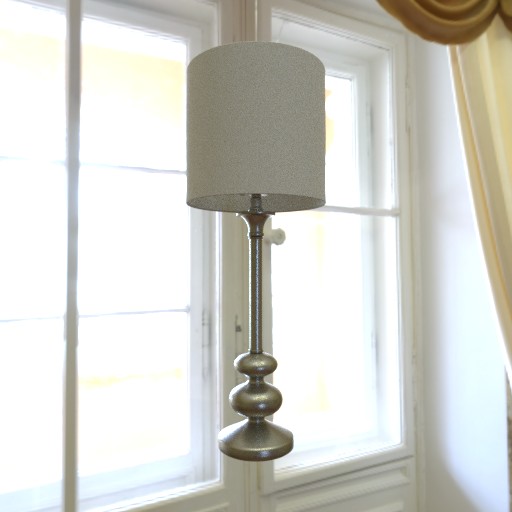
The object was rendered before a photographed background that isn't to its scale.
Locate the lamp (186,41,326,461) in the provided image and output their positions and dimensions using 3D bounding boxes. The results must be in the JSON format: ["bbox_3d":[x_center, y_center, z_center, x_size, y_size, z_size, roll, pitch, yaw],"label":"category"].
[{"bbox_3d":[0.000,0.000,0.811,0.254,0.690,0.254,0,-1,19],"label":"lamp"}]
